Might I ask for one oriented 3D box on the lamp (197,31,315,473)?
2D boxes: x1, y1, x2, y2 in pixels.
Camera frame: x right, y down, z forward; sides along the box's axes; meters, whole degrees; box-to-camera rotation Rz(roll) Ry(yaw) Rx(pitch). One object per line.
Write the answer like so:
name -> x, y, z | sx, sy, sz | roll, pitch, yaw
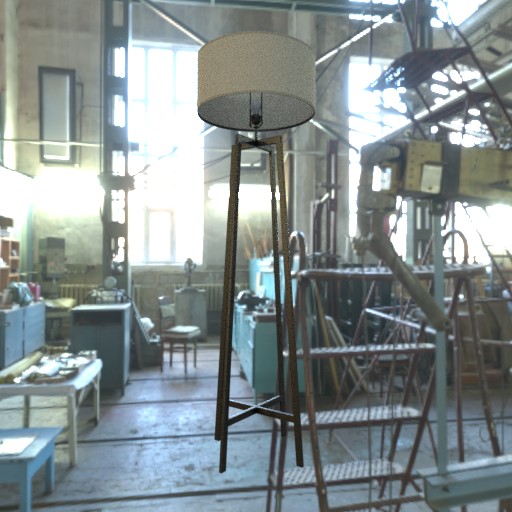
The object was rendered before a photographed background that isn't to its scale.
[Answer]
lamp -> 0.000, 0.000, 1.713 | 0.457, 1.510, 0.456 | 0, -1, 36
